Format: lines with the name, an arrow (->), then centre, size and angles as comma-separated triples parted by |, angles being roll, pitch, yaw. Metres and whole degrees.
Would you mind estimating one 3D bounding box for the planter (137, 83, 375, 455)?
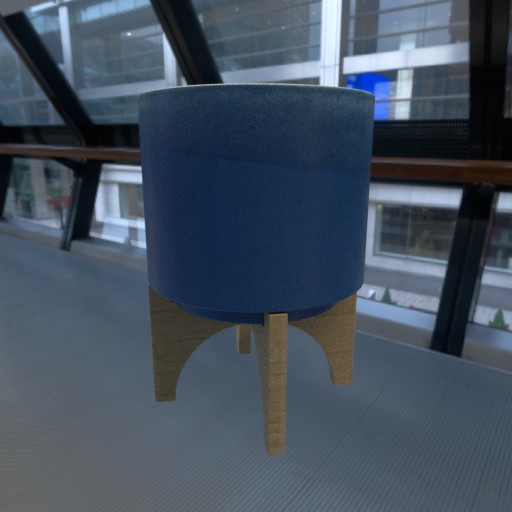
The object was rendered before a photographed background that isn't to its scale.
planter -> 0.000, 0.000, 0.546 | 0.261, 0.367, 0.261 | 0, 14, 0
